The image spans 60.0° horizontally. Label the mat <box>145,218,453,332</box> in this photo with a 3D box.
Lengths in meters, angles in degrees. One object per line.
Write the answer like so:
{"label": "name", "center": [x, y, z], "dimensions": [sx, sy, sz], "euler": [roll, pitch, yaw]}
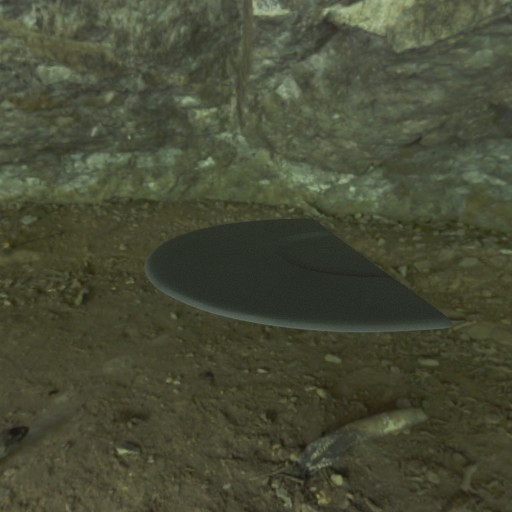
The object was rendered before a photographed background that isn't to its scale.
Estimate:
{"label": "mat", "center": [0.000, 0.000, 1.880], "dimensions": [0.917, 0.022, 1.525], "euler": [-2, 16, -8]}
